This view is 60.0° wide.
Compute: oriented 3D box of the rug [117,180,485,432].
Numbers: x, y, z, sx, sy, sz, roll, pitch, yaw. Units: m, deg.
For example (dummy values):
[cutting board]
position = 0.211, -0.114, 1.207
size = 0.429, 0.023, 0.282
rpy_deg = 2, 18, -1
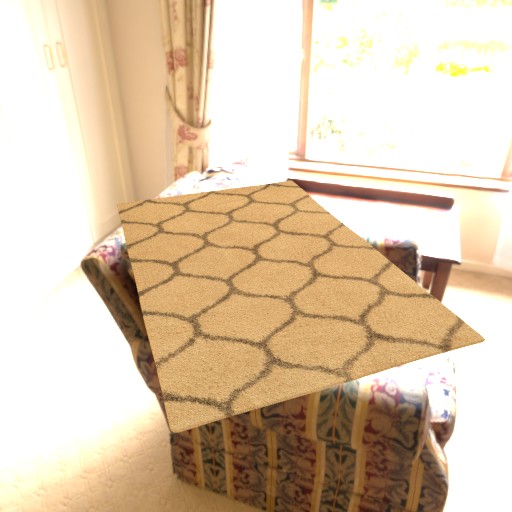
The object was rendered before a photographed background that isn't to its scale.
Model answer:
[rug]
position = 0.000, 0.000, 3.341
size = 1.801, 0.026, 2.701
rpy_deg = -11, 32, -17
